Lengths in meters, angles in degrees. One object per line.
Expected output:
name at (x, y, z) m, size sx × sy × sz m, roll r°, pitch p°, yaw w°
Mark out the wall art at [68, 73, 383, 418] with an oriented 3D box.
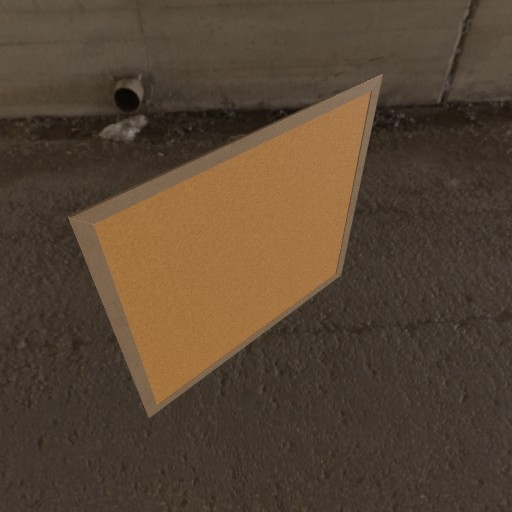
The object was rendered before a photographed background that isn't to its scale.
wall art at (0.000, 0.000, 1.682) m, size 1.168 × 1.067 × 0.025 m, roll -32°, pitch 54°, yaw -27°
